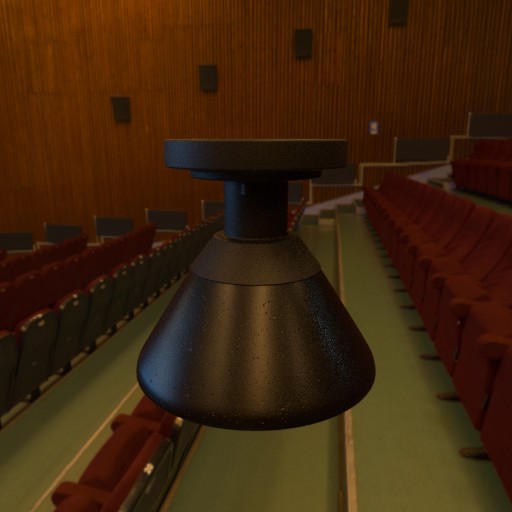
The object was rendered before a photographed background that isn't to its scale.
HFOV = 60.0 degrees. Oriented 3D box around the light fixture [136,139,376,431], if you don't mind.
[{"bbox_3d":[0.000,0.000,0.361,0.200,0.183,0.200,0,14,0],"label":"light fixture"}]
